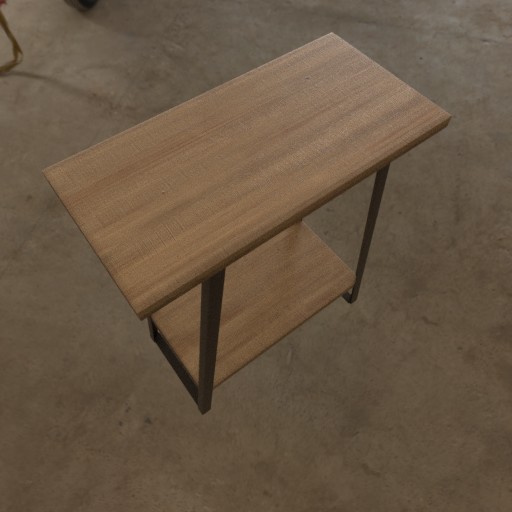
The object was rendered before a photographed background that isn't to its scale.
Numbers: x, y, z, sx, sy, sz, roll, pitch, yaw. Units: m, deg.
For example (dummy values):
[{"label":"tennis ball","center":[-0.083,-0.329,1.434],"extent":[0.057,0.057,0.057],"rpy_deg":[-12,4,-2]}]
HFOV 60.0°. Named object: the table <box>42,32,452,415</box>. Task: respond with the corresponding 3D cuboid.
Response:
[{"label":"table","center":[0.000,0.000,1.009],"extent":[0.599,0.701,0.300],"rpy_deg":[-33,64,-18]}]
